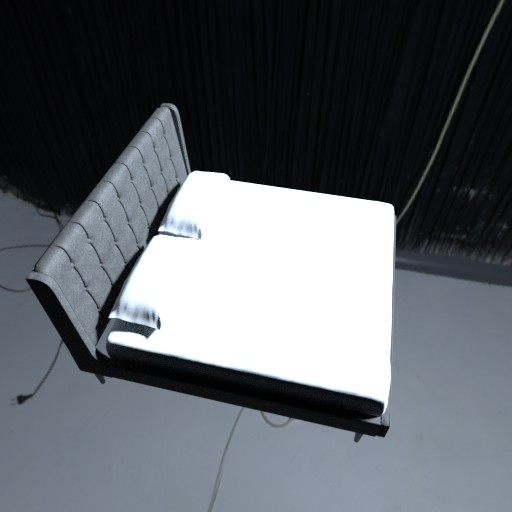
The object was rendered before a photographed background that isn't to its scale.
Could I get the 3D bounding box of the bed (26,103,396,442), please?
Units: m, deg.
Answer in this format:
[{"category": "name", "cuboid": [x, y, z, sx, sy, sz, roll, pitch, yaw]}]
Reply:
[{"category": "bed", "cuboid": [0.000, 0.000, 2.558, 1.638, 0.933, 1.531, 10, 47, 9]}]
